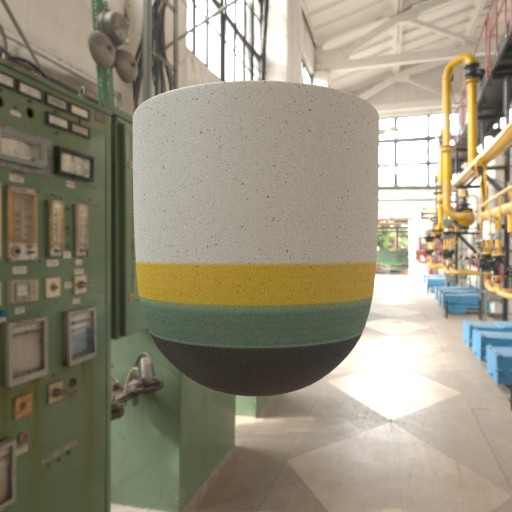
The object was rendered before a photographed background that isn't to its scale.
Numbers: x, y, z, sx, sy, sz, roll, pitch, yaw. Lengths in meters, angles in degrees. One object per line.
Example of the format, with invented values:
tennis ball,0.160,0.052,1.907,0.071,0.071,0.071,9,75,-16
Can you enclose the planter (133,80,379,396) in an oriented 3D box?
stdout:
planter,0.000,0.000,0.364,0.195,0.214,0.195,0,0,0
